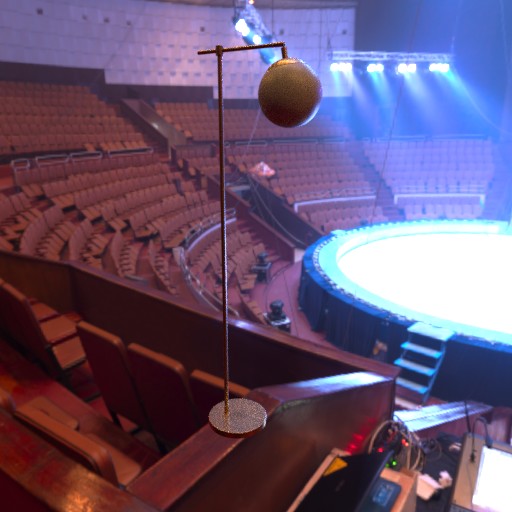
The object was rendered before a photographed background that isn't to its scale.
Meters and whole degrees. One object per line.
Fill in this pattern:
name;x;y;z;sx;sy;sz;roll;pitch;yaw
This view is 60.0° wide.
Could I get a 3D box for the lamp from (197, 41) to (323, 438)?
lamp;0.000;0.000;1.699;0.476;1.505;0.249;8;17;27
